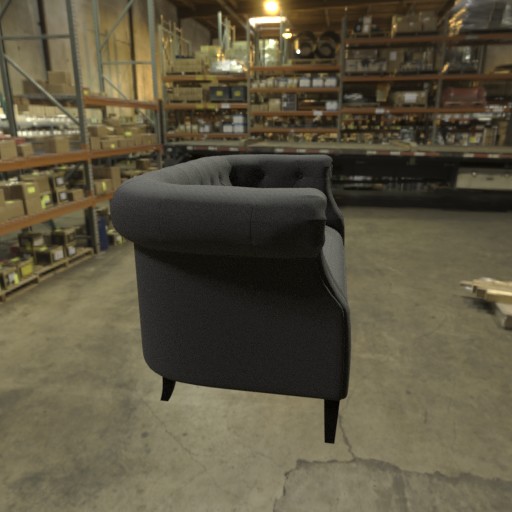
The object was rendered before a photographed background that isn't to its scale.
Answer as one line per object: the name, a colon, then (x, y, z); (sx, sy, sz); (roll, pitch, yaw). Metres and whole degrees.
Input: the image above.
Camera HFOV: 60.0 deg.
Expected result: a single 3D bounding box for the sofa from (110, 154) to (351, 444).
sofa: (0.000, 0.000, 2.030); (0.835, 0.827, 1.558); (3, 17, 10)
